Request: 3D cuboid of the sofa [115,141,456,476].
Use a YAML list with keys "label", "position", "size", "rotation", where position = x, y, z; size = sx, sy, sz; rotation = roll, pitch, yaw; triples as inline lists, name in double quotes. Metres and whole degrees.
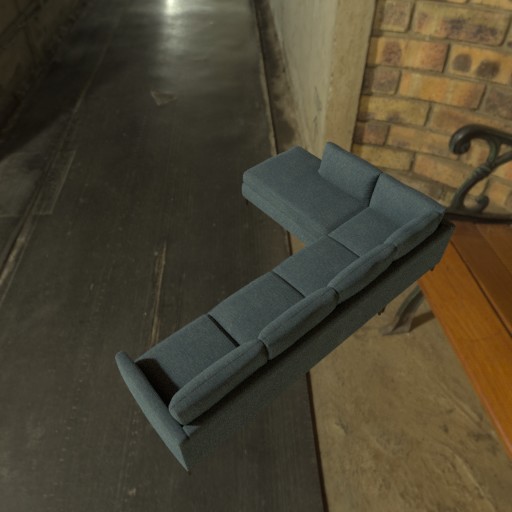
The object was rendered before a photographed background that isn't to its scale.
- label: "sofa"
  position: [0.000, 0.000, 3.877]
  size: [2.949, 0.815, 2.007]
  rotation: [-32, 55, -26]
